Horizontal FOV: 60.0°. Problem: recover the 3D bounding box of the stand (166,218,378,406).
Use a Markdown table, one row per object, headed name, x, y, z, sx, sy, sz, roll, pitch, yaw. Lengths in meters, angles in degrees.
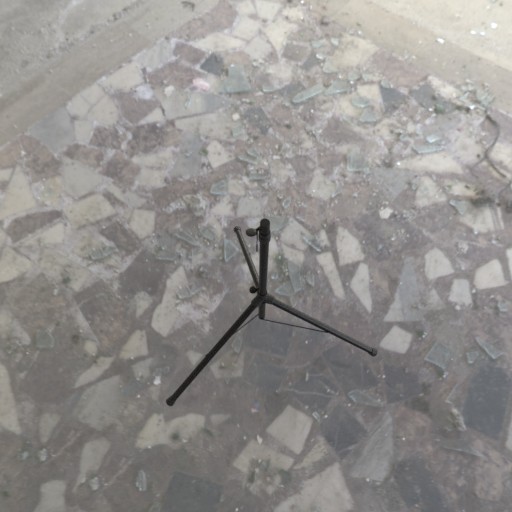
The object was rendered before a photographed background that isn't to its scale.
| name | x | y | z | sx | sy | sz | roll | pitch | yaw |
| --- | --- | --- | --- | --- | --- | --- | --- | --- | --- |
| stand | 0.000 | 0.000 | 2.831 | 1.596 | 1.595 | 1.339 | -11 | 65 | -5 |
